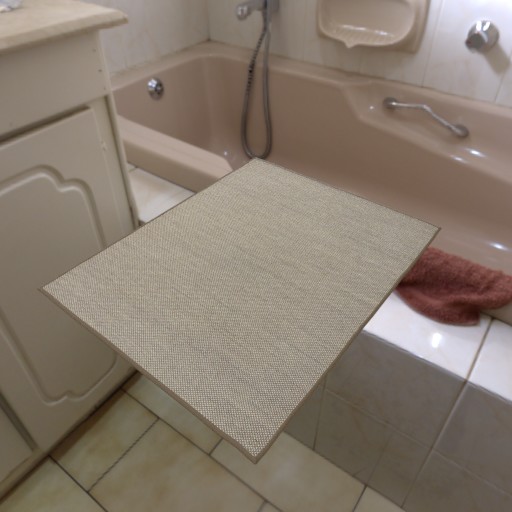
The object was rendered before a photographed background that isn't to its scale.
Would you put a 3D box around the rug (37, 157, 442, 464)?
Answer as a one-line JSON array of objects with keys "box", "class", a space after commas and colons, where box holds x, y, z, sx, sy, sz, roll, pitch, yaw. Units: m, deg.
[{"box": [0.000, 0.000, 4.131, 2.413, 0.020, 3.041, 27, 47, 28], "class": "rug"}]
